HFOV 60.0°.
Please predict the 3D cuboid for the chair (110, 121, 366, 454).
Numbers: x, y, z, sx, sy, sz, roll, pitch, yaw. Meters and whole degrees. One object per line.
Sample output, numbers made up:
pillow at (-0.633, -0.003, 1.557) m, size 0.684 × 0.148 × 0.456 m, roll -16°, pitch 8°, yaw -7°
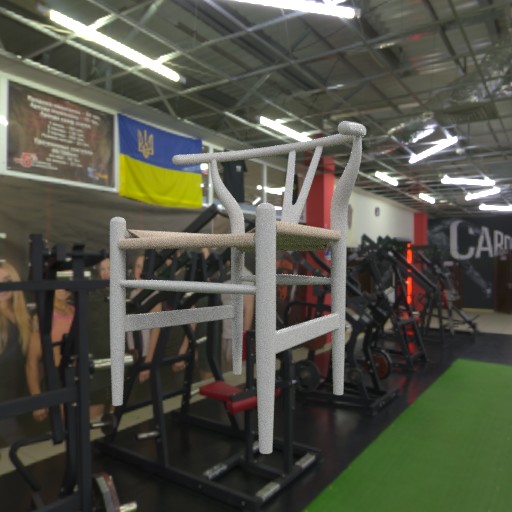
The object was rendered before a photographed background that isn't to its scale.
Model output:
chair at (0.000, 0.000, 1.175) m, size 0.569 × 0.730 × 0.579 m, roll 0°, pitch -1°, yaw 37°
